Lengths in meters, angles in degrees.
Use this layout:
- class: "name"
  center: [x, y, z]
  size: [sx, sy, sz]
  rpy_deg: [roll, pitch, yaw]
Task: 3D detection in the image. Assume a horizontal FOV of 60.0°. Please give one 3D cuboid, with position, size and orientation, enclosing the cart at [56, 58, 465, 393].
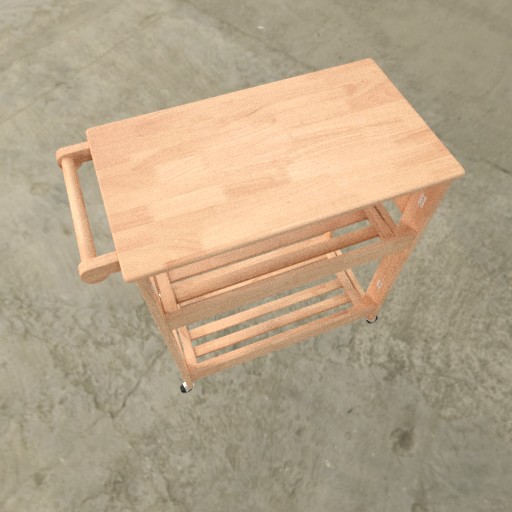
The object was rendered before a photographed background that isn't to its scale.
- class: "cart"
  center: [0.000, 0.000, 1.364]
  size: [0.853, 0.879, 0.432]
  rpy_deg: [-18, 60, -11]
